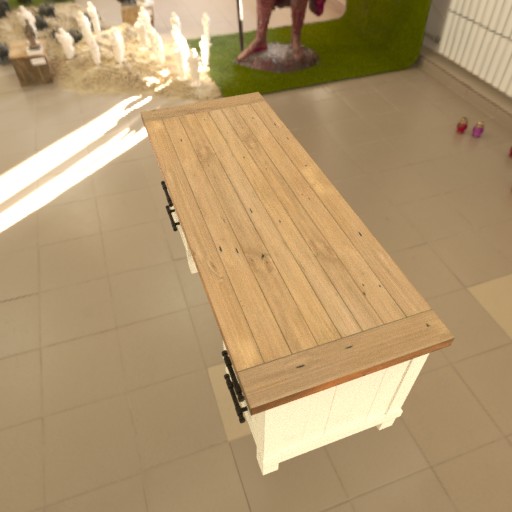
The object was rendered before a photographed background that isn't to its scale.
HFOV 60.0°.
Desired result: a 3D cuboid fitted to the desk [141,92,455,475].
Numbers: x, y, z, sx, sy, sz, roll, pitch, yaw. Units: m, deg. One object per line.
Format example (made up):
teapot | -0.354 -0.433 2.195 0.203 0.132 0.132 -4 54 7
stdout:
desk | 0.000 0.000 2.190 0.688 0.760 1.803 -15 48 -14
